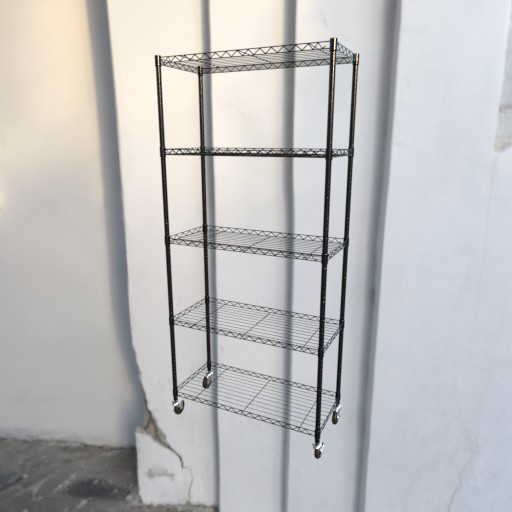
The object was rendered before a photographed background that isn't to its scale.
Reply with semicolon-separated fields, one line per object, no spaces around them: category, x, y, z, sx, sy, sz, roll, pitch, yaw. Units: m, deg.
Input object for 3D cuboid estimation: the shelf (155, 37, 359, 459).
shelf;0.000;0.000;1.962;0.762;1.645;0.356;7;16;25
